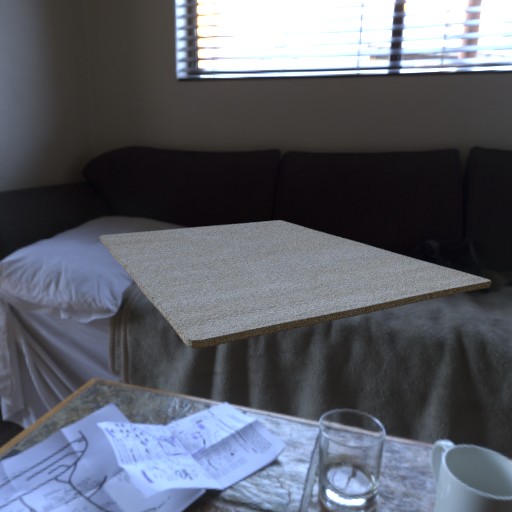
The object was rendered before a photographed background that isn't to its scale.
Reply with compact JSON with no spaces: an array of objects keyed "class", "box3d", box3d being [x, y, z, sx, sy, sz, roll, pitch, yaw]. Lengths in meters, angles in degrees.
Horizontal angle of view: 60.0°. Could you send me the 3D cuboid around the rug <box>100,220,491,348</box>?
[{"class":"rug","box3d":[0.000,0.000,2.102,1.199,0.025,1.600,-7,15,-26]}]
